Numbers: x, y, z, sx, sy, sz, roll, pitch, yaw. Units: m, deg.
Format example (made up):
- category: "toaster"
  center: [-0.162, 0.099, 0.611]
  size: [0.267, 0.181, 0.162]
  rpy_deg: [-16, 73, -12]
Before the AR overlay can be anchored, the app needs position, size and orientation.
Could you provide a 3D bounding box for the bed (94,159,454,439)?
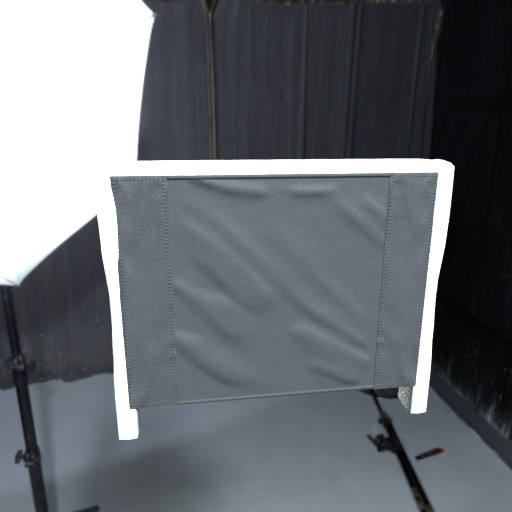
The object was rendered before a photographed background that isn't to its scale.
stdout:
- category: "bed"
  center: [0.000, 0.000, 3.906]
  size: [2.219, 1.771, 2.347]
  rpy_deg: [-2, 16, -8]
